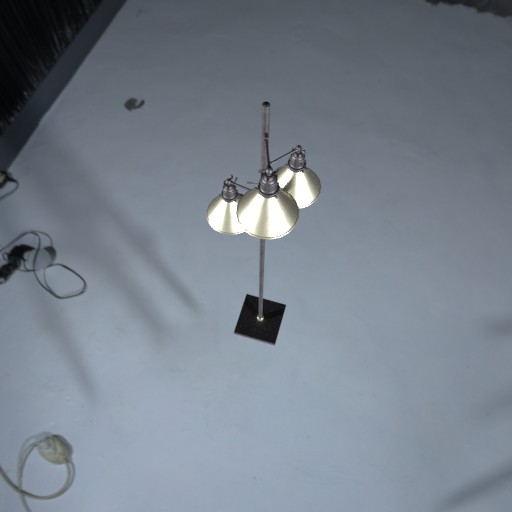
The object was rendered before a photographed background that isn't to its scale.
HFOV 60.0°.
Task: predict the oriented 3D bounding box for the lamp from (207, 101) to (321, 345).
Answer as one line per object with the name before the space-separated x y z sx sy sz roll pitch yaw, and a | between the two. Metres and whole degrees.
lamp | 0.000 0.000 1.917 0.415 1.716 0.428 14 64 7
